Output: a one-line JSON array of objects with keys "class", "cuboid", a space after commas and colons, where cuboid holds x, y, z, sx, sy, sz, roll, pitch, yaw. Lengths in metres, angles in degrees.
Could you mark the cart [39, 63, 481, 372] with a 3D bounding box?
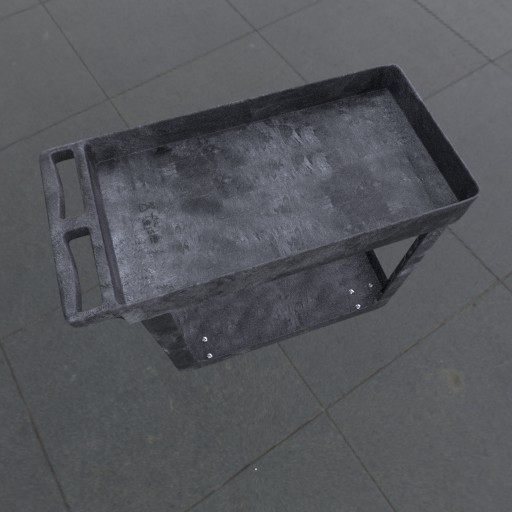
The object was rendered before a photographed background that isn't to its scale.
[{"class": "cart", "cuboid": [0.000, 0.000, 1.320, 0.877, 0.824, 0.420, -17, 65, -8]}]
